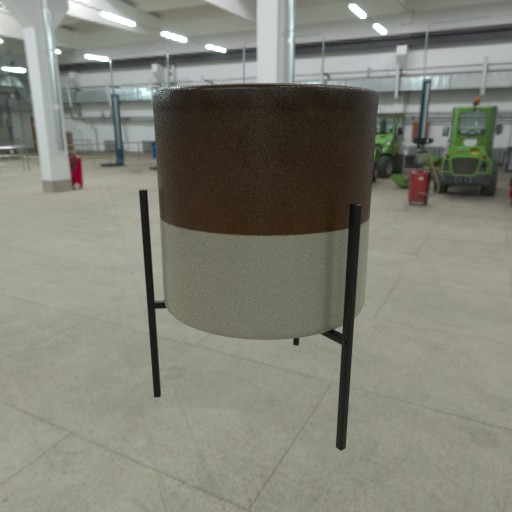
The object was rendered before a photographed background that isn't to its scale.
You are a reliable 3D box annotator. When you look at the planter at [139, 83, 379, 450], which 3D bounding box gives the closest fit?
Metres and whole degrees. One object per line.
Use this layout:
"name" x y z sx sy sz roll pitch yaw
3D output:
"planter" 0.000 0.000 0.543 0.269 0.375 0.255 -2 16 -7
